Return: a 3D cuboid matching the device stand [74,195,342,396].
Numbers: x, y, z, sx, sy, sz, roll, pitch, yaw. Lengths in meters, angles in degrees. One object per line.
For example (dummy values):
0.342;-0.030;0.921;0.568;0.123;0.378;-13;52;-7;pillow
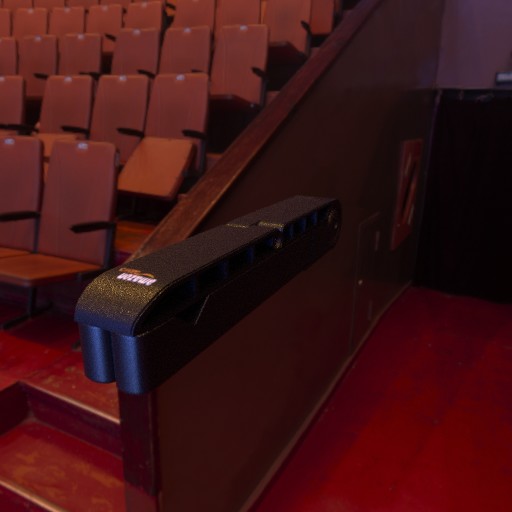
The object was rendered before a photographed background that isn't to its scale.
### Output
0.000;0.000;0.195;0.026;0.030;0.179;9;20;26;device stand
